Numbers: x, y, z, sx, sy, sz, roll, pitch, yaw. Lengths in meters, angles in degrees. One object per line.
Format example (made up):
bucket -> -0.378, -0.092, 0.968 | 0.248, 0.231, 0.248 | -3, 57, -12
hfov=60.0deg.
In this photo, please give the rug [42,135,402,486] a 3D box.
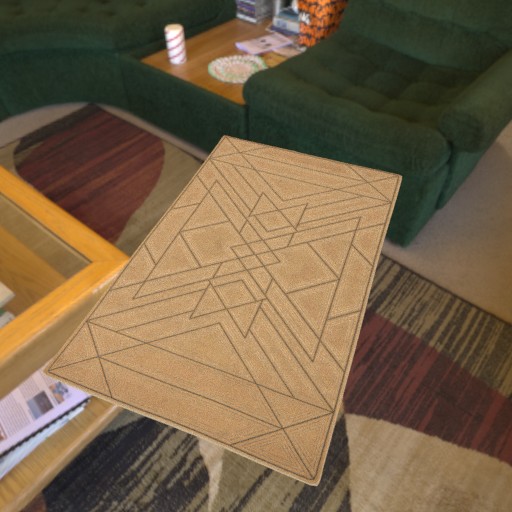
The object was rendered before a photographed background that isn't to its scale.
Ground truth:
rug -> 0.000, 0.000, 2.994 | 1.575, 0.023, 2.459 | 16, 50, 14
